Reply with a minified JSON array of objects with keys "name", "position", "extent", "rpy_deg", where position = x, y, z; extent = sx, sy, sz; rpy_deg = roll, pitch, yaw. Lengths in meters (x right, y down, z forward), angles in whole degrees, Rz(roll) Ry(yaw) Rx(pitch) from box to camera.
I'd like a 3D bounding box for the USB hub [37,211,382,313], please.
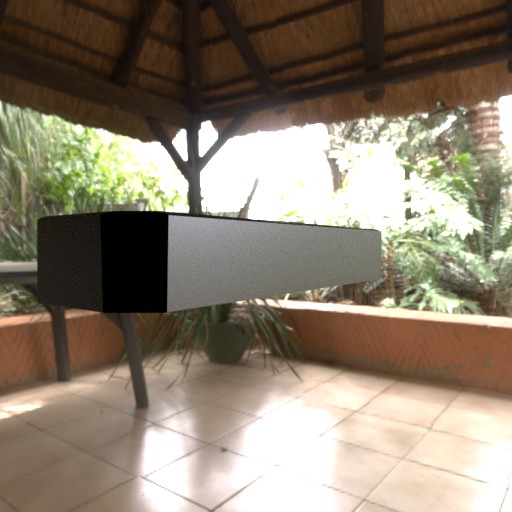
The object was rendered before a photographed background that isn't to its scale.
[{"name":"USB hub","position":[0.000,0.000,0.164],"extent":[0.044,0.023,0.145],"rpy_deg":[1,1,36]}]
